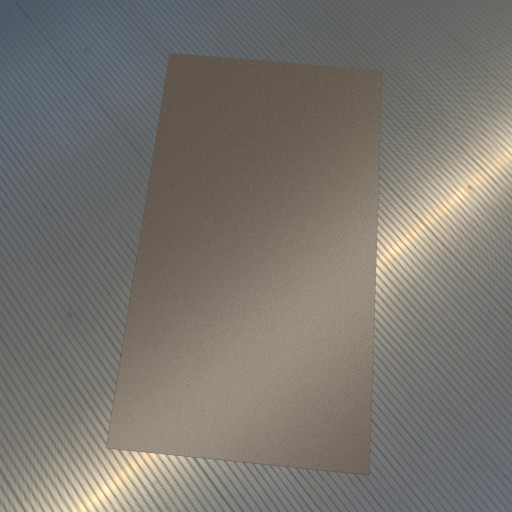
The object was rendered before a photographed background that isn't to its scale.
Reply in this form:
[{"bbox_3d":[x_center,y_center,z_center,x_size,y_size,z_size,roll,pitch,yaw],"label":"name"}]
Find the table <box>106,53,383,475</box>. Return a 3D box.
[{"bbox_3d":[0.000,0.000,1.487,0.703,0.404,1.201,5,77,1],"label":"table"}]
